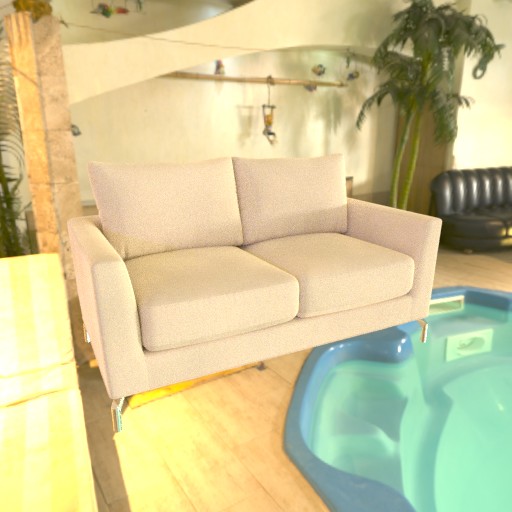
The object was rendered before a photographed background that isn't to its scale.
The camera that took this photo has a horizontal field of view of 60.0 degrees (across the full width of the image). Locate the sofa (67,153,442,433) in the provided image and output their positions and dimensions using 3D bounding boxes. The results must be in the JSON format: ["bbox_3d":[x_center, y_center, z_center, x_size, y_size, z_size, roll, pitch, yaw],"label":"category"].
[{"bbox_3d":[0.000,0.000,2.339,1.739,0.995,0.906,-8,18,-26],"label":"sofa"}]
